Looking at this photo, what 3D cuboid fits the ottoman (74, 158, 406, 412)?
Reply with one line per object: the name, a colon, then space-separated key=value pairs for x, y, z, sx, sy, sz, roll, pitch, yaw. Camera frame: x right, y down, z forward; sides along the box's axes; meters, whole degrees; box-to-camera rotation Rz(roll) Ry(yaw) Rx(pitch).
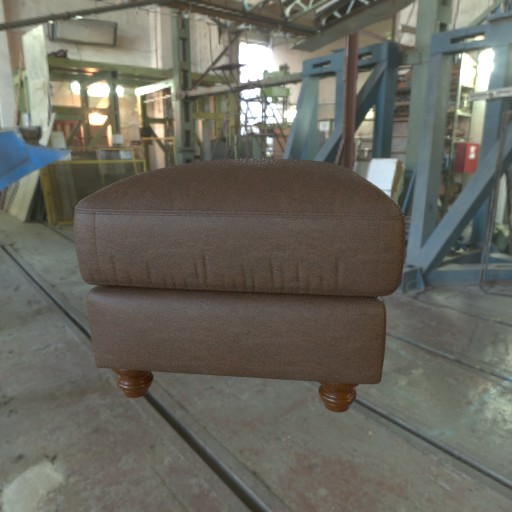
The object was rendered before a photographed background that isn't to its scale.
ottoman: x=0.000 y=0.000 z=1.188 sx=0.635 sy=0.508 sz=0.787 roll=2 pitch=14 yaw=7
